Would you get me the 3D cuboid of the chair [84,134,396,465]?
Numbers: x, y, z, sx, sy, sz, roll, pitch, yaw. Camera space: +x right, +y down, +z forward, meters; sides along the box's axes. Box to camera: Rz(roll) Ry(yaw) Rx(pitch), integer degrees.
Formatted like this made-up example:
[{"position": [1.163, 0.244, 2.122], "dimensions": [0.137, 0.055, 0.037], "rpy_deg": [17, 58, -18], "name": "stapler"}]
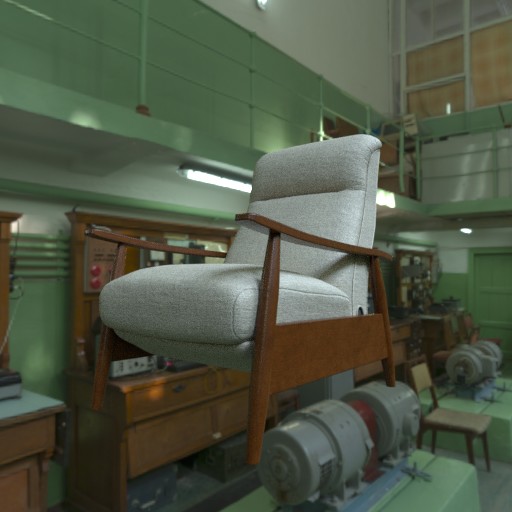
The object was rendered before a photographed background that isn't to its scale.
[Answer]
[{"position": [0.000, 0.000, 1.722], "dimensions": [0.762, 1.082, 1.014], "rpy_deg": [-1, -2, 38], "name": "chair"}]
